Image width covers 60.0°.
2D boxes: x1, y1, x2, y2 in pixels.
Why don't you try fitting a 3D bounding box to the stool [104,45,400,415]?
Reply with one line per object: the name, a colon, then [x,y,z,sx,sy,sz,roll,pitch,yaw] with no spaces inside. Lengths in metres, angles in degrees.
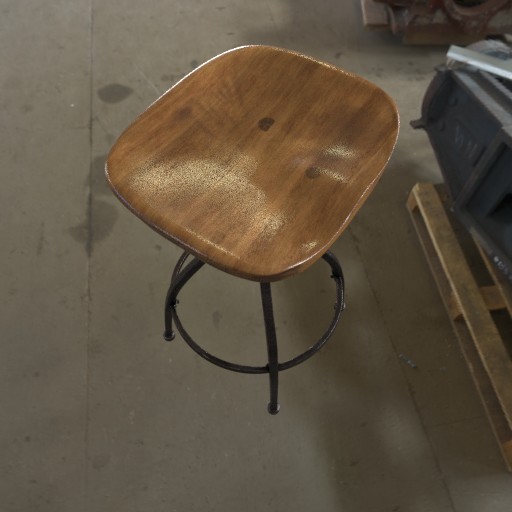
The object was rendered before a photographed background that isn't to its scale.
stool: [0.000,0.000,0.958,0.424,0.694,0.432,30,63,18]
